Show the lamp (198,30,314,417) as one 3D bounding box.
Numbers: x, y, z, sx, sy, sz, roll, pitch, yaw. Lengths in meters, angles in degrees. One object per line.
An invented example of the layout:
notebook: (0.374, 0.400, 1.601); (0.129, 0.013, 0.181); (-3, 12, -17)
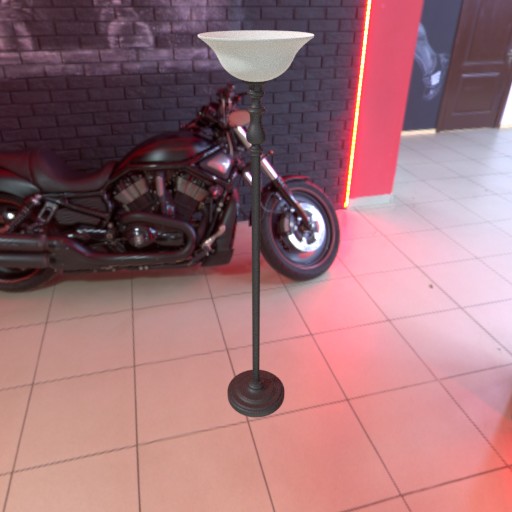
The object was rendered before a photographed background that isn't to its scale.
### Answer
lamp: (0.000, 0.000, 2.004); (0.405, 1.797, 0.405); (9, 32, 15)
